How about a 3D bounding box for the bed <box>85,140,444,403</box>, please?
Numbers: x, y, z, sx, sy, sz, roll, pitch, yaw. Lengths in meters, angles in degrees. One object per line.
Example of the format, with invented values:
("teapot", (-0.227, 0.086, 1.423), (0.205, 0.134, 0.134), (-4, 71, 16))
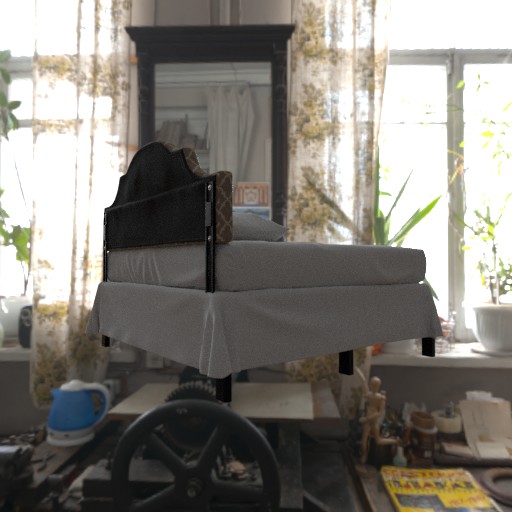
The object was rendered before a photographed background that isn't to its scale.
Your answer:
("bed", (0.000, 0.000, 3.759), (2.222, 1.601, 2.314), (1, -1, -37))
